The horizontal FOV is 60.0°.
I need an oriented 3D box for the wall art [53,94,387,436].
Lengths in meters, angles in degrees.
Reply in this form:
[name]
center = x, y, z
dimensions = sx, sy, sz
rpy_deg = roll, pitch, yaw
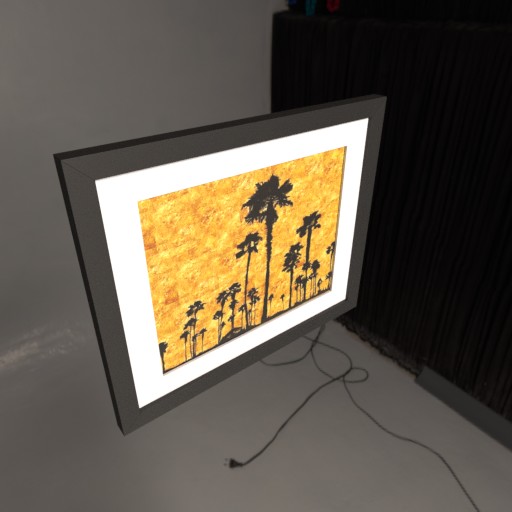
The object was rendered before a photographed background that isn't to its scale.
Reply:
[wall art]
center = 0.000, 0.000, 0.755
dimensions = 0.561, 0.460, 0.028
rpy_deg = -22, 37, -32
